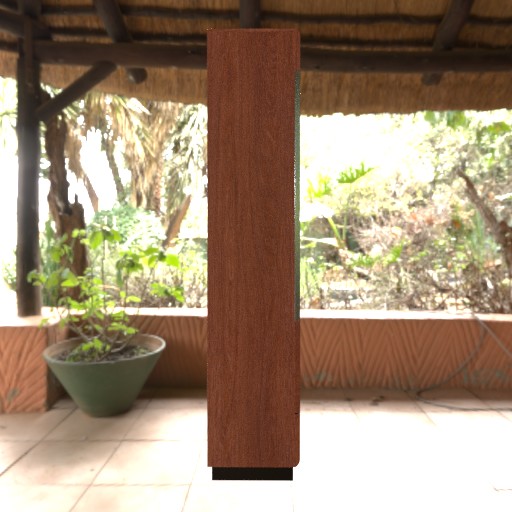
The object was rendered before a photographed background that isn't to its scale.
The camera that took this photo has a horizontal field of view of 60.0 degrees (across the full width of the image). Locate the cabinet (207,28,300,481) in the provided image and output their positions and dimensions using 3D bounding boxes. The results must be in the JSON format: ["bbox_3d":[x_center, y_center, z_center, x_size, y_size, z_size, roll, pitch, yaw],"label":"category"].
[{"bbox_3d":[0.000,0.000,2.262,0.420,1.980,0.660,0,0,1],"label":"cabinet"}]
